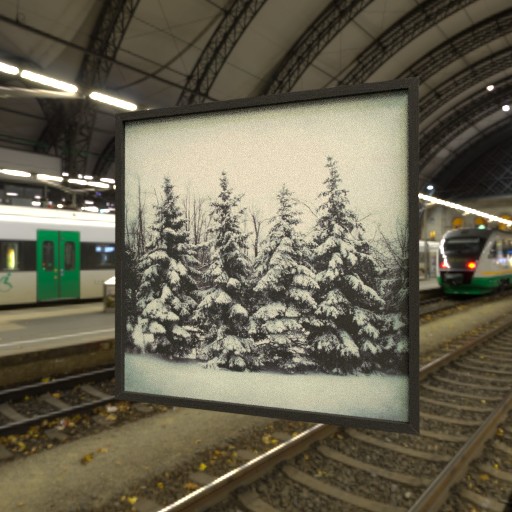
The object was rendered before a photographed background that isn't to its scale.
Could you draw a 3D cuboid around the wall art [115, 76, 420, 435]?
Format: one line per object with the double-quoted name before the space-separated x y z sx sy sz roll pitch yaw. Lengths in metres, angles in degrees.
"wall art" 0.000 0.000 0.443 0.305 0.305 0.037 0 0 18
